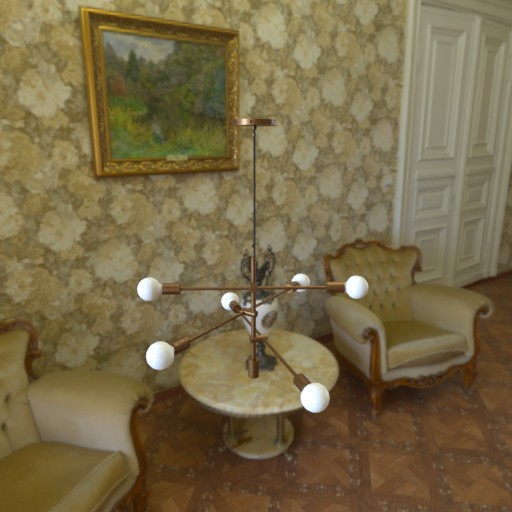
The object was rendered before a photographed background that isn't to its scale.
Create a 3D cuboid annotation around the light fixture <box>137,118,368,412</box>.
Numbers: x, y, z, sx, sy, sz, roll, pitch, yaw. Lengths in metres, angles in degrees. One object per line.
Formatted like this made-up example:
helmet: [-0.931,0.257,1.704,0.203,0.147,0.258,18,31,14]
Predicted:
light fixture: [0.000,0.000,1.264,0.637,0.744,0.682,2,14,9]
